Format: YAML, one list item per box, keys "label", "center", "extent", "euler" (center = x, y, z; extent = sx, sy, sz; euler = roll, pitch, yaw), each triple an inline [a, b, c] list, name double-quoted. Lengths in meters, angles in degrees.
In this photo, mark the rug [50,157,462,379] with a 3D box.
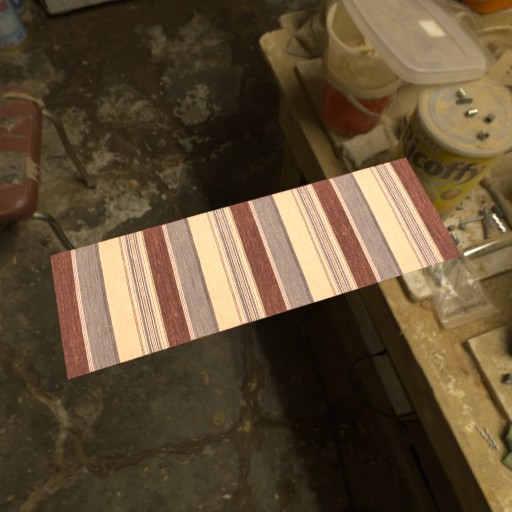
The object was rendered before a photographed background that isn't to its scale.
- label: "rug"
  center: [0.000, 0.000, 2.762]
  extent: [2.437, 0.006, 0.792]
  euler: [-16, 66, -7]
